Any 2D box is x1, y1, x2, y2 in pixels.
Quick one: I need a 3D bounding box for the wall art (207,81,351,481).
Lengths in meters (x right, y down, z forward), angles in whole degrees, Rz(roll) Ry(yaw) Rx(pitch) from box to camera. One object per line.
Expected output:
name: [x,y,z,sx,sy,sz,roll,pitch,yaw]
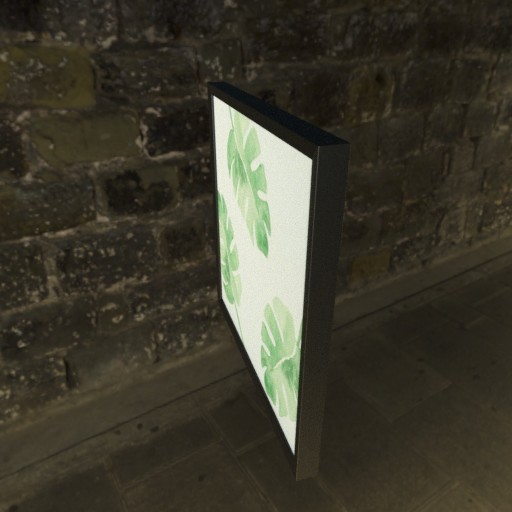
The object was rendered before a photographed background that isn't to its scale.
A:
wall art: [0.000,0.000,0.767,0.036,0.508,0.508,-9,29,-16]
